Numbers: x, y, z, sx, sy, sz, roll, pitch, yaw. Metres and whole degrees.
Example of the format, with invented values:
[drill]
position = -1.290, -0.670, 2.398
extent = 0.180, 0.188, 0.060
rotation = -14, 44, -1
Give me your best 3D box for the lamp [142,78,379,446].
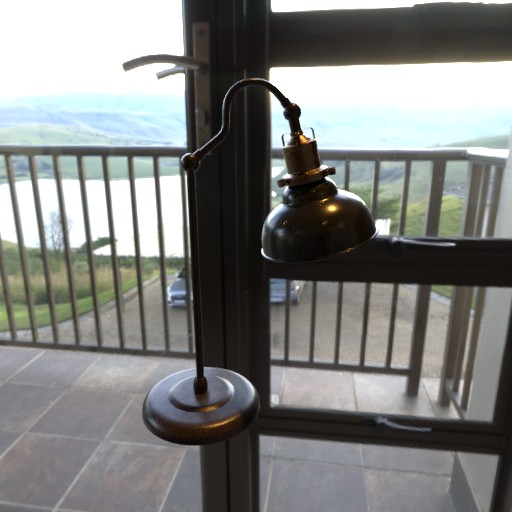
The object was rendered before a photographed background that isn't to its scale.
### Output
[lamp]
position = 0.000, 0.000, 0.679
extent = 0.374, 0.508, 0.192
rotation = -3, 16, -9
